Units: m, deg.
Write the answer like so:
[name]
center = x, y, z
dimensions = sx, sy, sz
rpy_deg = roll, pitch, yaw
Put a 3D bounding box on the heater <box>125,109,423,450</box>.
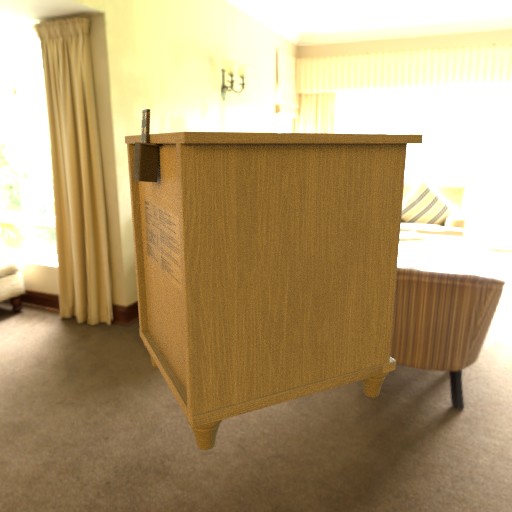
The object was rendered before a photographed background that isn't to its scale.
[heater]
center = 0.000, 0.000, 0.782
dimensions = 0.400, 0.481, 0.362
rpy_deg = -7, 16, -25
